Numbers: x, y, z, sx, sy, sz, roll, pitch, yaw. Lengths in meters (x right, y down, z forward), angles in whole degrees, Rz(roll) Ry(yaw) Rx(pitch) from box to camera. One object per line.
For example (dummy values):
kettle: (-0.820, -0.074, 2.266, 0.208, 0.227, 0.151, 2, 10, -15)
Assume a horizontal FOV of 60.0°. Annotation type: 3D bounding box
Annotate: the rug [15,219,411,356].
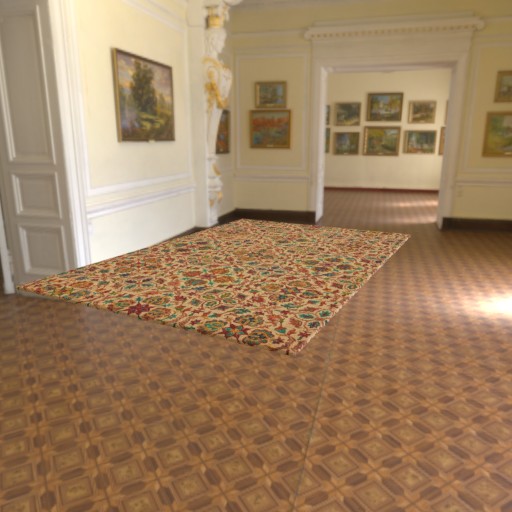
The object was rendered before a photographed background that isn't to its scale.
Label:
rug: (0.000, 0.000, 2.868, 1.541, 0.018, 2.297, 8, 16, 27)
